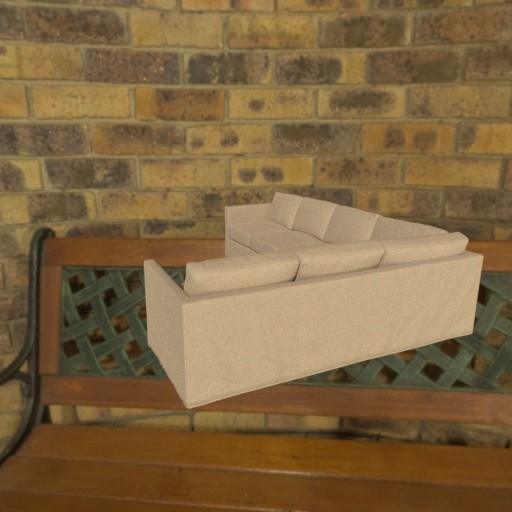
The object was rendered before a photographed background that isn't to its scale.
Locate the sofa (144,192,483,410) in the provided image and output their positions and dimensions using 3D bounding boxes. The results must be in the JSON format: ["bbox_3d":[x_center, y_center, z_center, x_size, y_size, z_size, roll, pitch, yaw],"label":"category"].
[{"bbox_3d":[0.000,0.000,4.368,2.432,0.871,3.182,-7,17,-24],"label":"sofa"}]
